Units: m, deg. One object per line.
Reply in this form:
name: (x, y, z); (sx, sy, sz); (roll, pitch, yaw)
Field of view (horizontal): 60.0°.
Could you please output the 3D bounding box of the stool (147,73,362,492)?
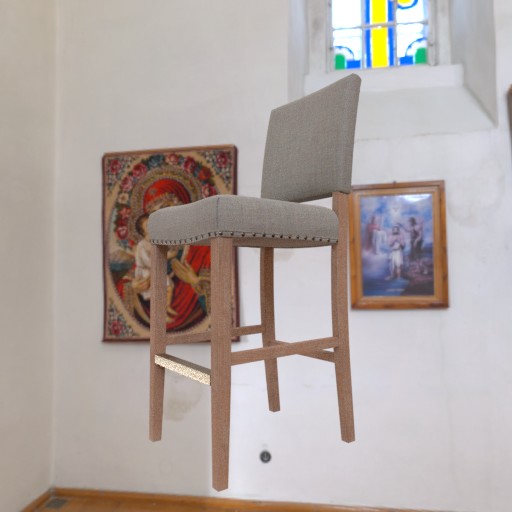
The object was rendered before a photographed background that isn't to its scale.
stool: (0.000, 0.000, 1.467); (0.585, 1.203, 0.445); (1, -2, -37)
